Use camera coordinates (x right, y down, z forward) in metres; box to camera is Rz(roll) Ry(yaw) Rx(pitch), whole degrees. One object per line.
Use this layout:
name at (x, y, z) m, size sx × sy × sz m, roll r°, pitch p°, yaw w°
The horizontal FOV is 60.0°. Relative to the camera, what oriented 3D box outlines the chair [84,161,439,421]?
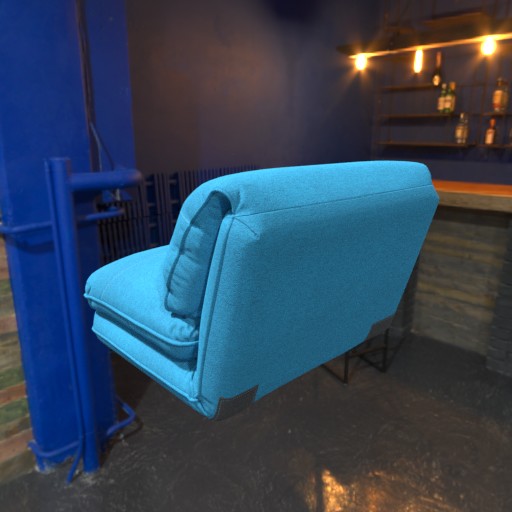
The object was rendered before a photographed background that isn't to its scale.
chair at (0.000, 0.000, 1.364) m, size 0.820 × 0.580 × 0.780 m, roll -14°, pitch 21°, yaw -42°
